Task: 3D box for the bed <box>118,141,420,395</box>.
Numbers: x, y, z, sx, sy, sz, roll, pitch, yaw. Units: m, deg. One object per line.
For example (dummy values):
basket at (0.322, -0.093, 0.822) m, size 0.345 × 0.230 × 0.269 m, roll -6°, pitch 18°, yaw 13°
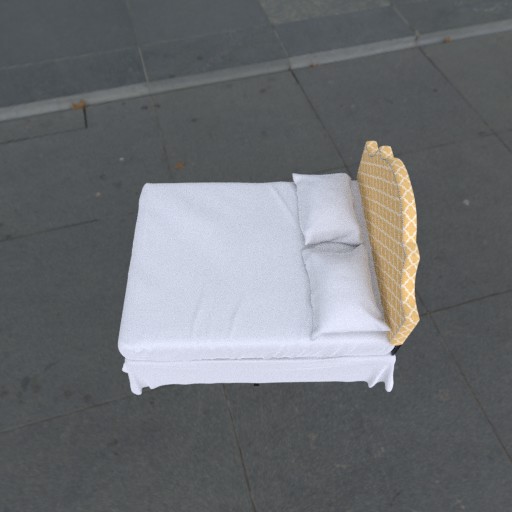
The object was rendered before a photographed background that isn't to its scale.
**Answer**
bed at (0.000, 0.000, 3.469) m, size 2.222 × 1.633 × 1.780 m, roll -1°, pitch 57°, yaw -1°
